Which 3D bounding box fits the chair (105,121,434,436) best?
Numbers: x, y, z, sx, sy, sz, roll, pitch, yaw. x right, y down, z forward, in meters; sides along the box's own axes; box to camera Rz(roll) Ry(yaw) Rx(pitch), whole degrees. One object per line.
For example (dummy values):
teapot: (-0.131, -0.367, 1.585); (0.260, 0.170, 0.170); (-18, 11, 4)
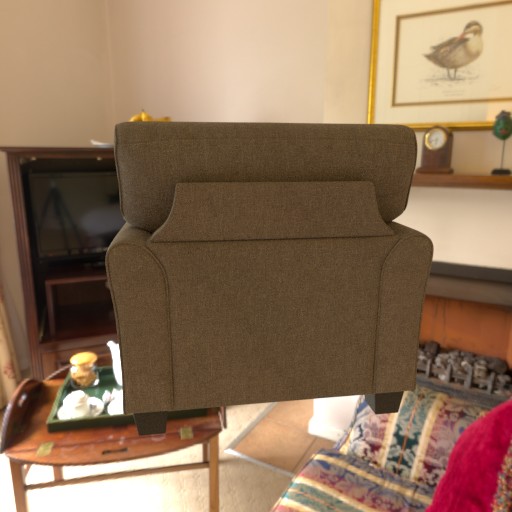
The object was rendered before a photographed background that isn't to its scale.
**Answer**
chair: (0.000, 0.000, 1.604); (0.941, 0.890, 0.816); (-2, 13, -8)
